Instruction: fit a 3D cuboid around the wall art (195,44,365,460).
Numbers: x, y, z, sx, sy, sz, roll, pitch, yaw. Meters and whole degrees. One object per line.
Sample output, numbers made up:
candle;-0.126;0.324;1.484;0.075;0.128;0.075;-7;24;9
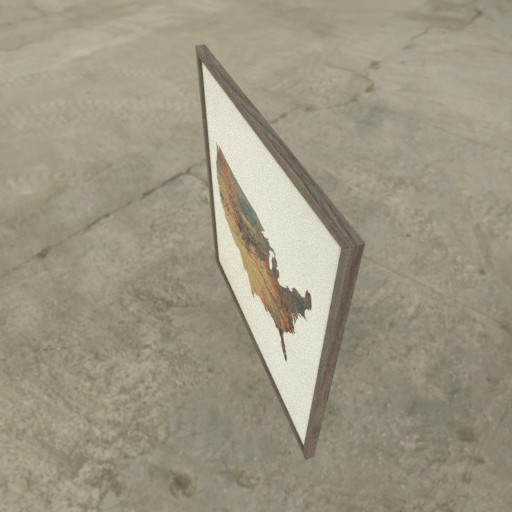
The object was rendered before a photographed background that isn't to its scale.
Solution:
wall art;0.000;0.000;0.743;0.016;0.507;0.508;-16;48;-15
